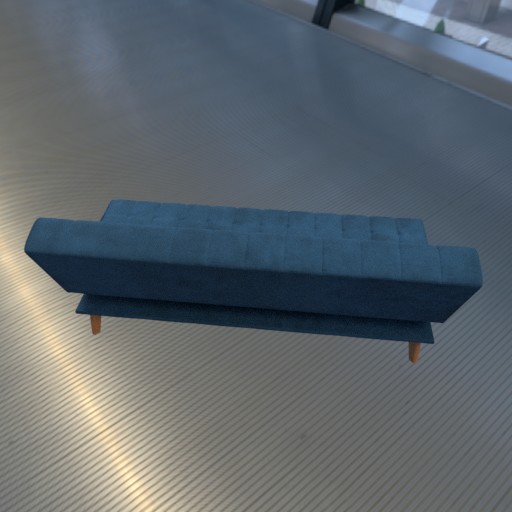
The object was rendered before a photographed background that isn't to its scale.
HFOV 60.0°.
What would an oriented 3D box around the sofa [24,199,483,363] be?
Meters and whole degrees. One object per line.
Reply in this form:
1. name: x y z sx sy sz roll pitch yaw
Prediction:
1. sofa: 0.000 0.000 2.283 1.804 0.813 0.855 4 45 4
